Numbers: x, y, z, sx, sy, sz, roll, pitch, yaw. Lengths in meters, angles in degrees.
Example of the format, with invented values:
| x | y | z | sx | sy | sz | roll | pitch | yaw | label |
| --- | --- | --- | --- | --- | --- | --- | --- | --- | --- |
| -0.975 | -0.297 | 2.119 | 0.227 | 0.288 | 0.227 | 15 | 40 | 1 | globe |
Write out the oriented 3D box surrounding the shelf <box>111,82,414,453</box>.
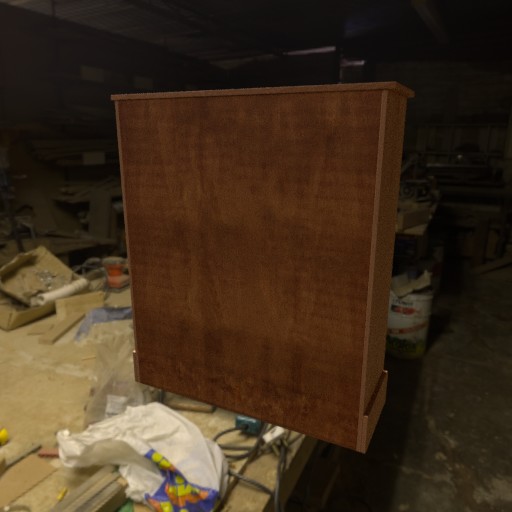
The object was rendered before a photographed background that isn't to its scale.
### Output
| x | y | z | sx | sy | sz | roll | pitch | yaw | label |
| --- | --- | --- | --- | --- | --- | --- | --- | --- | --- |
| 0.000 | 0.000 | 1.420 | 0.840 | 0.980 | 0.291 | 8 | 17 | 26 | shelf |
